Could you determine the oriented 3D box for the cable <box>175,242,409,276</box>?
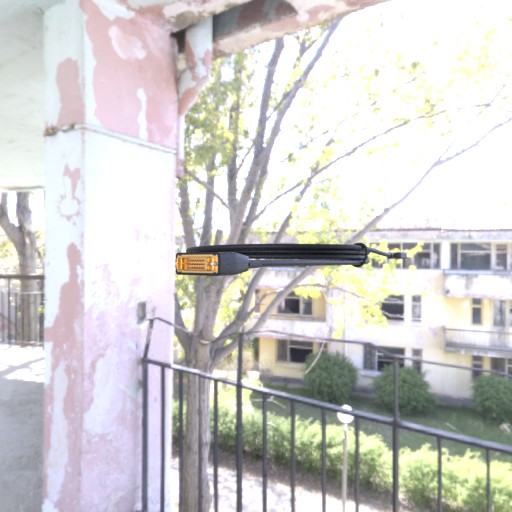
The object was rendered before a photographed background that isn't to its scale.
[{"bbox_3d":[0.000,0.000,0.529,0.257,0.030,0.422,0,-1,38],"label":"cable"}]
